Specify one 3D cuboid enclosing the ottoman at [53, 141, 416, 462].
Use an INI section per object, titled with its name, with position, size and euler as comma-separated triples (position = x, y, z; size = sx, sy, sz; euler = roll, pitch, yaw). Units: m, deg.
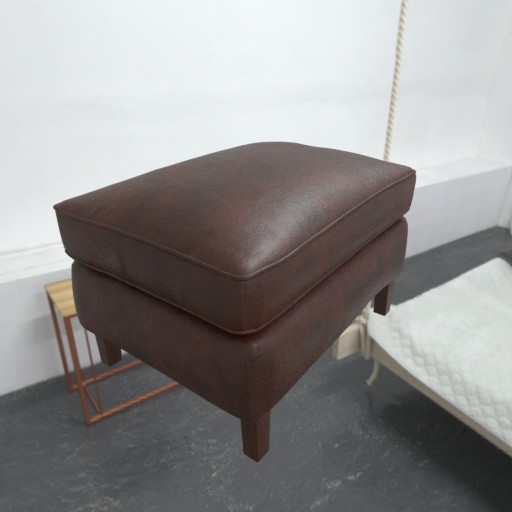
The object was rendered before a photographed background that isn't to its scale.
[ottoman]
position = 0.000, 0.000, 0.987
size = 0.501, 0.432, 0.665
euler = 19, 32, 33
